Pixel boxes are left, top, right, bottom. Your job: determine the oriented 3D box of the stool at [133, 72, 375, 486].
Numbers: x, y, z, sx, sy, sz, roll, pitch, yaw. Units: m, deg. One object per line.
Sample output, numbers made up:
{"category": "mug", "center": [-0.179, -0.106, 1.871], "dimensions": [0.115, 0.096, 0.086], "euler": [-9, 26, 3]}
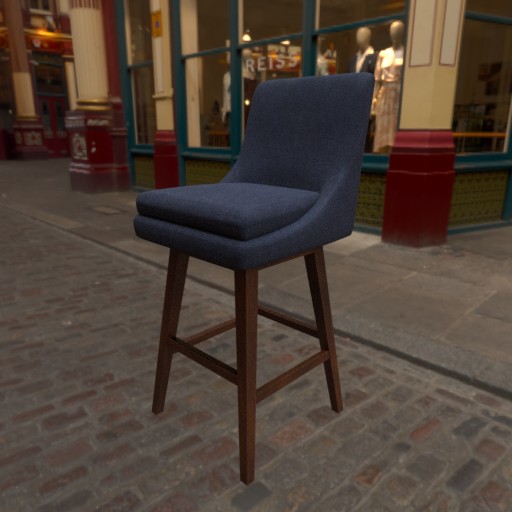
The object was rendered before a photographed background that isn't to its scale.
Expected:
{"category": "stool", "center": [0.000, 0.000, 1.371], "dimensions": [0.489, 1.068, 0.572], "euler": [16, 23, 42]}
